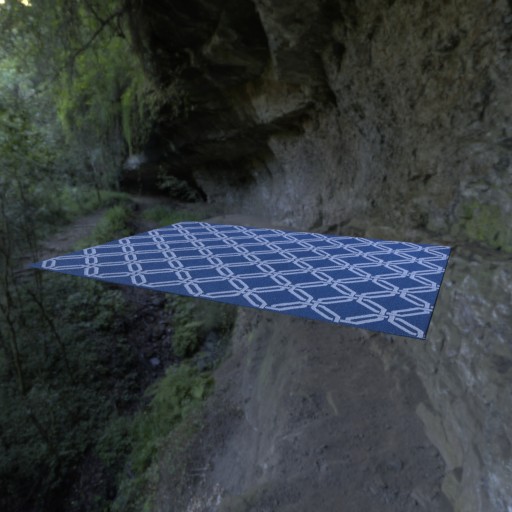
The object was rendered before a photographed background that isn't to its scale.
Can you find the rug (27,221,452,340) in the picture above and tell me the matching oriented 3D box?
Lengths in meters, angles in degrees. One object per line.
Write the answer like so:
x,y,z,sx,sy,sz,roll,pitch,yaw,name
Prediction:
0.000,0.000,4.273,3.342,0.018,2.432,7,17,25,rug
